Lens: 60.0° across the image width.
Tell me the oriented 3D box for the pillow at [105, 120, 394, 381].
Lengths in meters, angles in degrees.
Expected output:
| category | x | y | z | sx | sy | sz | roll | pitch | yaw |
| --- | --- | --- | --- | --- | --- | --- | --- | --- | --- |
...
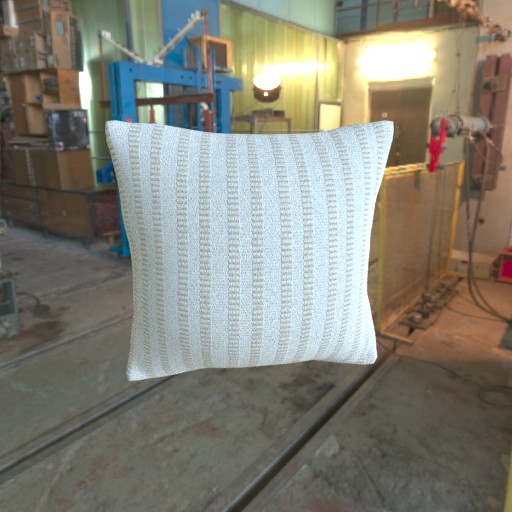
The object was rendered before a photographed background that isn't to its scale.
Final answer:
| category | x | y | z | sx | sy | sz | roll | pitch | yaw |
| --- | --- | --- | --- | --- | --- | --- | --- | --- | --- |
| pillow | 0.000 | 0.000 | 0.714 | 0.438 | 0.419 | 0.247 | -2 | 16 | -8 |
